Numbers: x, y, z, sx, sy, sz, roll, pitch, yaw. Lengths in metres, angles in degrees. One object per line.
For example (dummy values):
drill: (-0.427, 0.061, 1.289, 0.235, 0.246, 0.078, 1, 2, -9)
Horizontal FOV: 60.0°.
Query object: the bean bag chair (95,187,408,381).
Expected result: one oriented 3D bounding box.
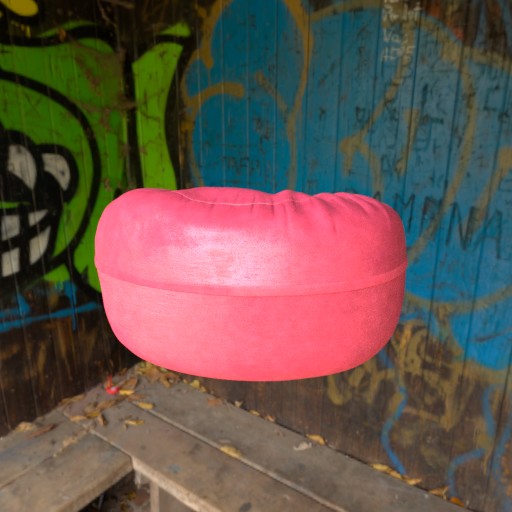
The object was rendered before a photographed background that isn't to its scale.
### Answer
bean bag chair: (0.000, 0.000, 2.428, 1.524, 0.878, 1.524, 2, 17, 7)
